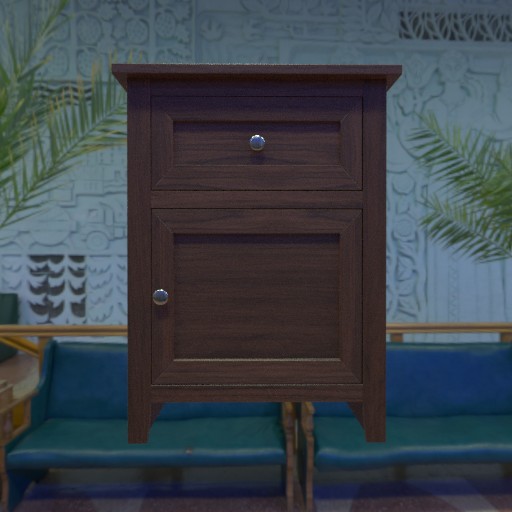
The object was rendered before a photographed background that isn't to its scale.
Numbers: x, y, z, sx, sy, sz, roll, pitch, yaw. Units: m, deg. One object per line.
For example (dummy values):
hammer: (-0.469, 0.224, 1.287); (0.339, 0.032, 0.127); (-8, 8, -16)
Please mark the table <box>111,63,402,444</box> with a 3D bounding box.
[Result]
table: (0.000, 0.000, 0.923); (0.480, 0.636, 0.381); (0, 0, -1)
